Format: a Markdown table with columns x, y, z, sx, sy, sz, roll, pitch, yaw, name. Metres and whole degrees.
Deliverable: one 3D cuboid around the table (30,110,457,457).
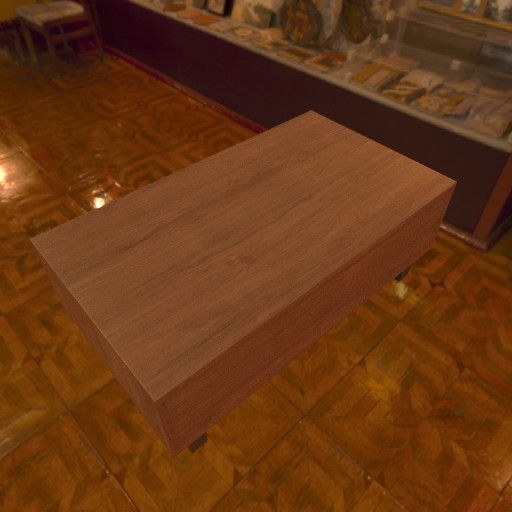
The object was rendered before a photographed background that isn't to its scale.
| x | y | z | sx | sy | sz | roll | pitch | yaw | name |
| --- | --- | --- | --- | --- | --- | --- | --- | --- | --- |
| 0.000 | 0.000 | 1.335 | 1.020 | 0.380 | 0.600 | -32 | 53 | -28 | table |
